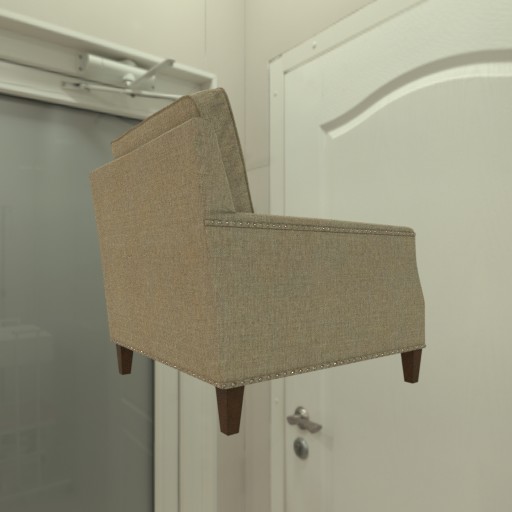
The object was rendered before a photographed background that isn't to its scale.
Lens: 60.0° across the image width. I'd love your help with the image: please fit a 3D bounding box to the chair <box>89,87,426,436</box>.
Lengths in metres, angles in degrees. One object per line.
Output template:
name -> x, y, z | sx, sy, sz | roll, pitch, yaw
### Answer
chair -> 0.000, 0.000, 1.705 | 1.014, 0.943, 0.853 | 0, -1, -37
